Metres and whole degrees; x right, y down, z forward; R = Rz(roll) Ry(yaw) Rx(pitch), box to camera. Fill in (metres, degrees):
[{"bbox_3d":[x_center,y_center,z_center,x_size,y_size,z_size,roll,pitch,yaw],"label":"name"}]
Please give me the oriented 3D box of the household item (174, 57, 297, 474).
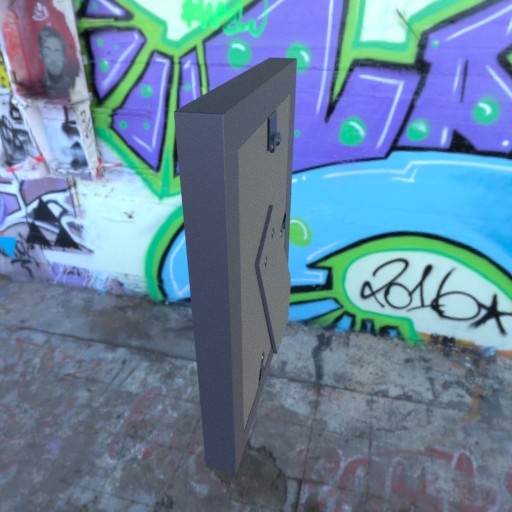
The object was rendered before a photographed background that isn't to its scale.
[{"bbox_3d":[0.000,0.000,0.234,0.022,0.178,0.133,7,31,12],"label":"household item"}]
